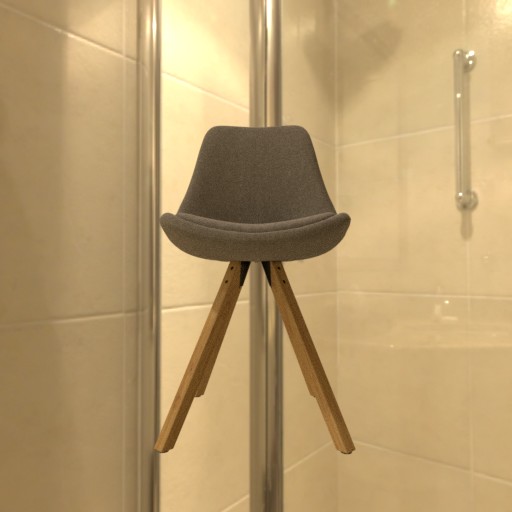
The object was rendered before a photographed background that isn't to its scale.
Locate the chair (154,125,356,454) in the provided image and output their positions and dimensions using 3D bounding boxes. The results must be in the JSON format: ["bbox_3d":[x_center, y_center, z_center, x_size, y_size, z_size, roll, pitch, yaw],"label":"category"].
[{"bbox_3d":[0.000,0.000,1.190,0.483,0.865,0.550,0,-1,1],"label":"chair"}]
